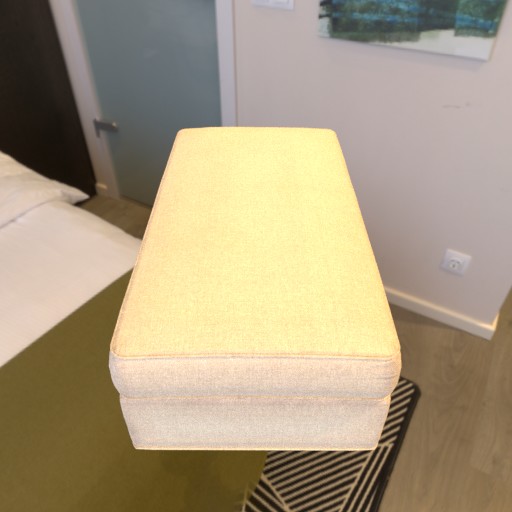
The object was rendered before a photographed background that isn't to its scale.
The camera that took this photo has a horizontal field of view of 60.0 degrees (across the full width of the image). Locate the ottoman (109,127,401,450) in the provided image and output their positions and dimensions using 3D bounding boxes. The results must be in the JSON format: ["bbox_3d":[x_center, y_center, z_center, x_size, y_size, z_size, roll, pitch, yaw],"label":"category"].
[{"bbox_3d":[0.000,0.000,1.406,0.617,0.448,1.097,0,40,0],"label":"ottoman"}]
